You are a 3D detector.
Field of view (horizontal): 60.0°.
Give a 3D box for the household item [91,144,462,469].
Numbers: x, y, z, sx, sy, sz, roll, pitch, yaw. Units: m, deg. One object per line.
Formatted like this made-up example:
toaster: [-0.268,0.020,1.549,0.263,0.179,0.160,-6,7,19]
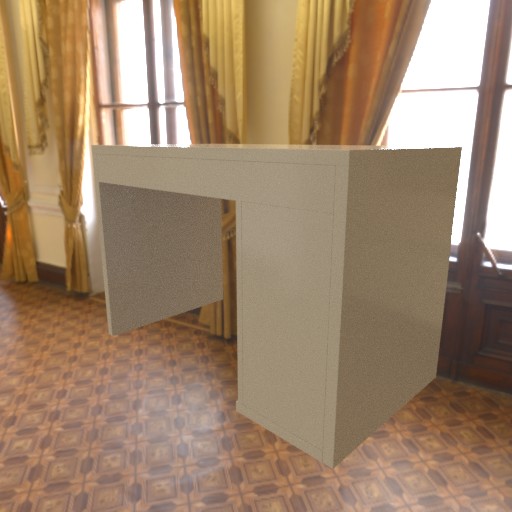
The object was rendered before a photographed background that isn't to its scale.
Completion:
household item: [0.000,0.000,1.551,1.100,0.749,0.597,14,20,42]
